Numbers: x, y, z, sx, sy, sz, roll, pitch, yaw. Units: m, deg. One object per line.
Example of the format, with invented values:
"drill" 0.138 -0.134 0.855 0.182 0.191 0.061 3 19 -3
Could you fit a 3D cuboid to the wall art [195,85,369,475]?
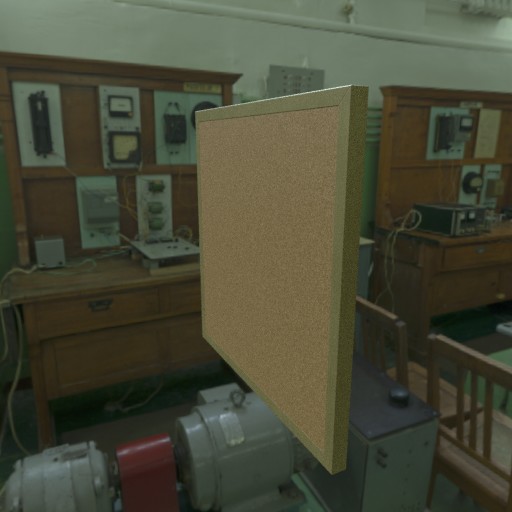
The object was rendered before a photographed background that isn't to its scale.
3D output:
"wall art" 0.000 0.000 1.163 0.037 0.763 0.763 -7 16 -26
